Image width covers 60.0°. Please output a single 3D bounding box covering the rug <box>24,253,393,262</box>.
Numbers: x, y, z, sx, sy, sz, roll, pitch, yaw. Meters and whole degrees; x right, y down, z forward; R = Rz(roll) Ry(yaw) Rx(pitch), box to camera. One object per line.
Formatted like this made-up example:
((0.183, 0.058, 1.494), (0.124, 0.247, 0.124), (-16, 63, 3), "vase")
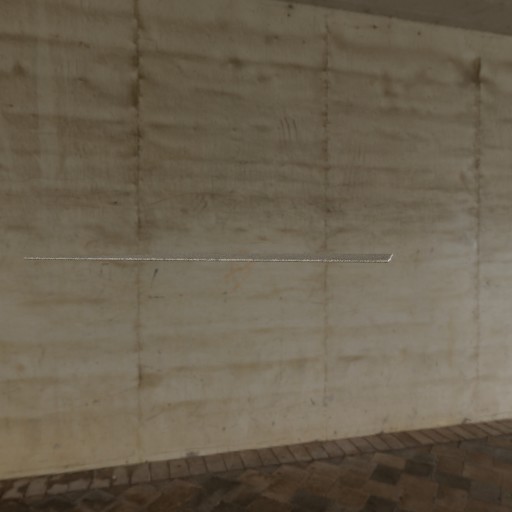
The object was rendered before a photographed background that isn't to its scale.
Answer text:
((0.000, 0.000, 4.169), (2.447, 0.014, 3.061), (0, 1, 18), "rug")
